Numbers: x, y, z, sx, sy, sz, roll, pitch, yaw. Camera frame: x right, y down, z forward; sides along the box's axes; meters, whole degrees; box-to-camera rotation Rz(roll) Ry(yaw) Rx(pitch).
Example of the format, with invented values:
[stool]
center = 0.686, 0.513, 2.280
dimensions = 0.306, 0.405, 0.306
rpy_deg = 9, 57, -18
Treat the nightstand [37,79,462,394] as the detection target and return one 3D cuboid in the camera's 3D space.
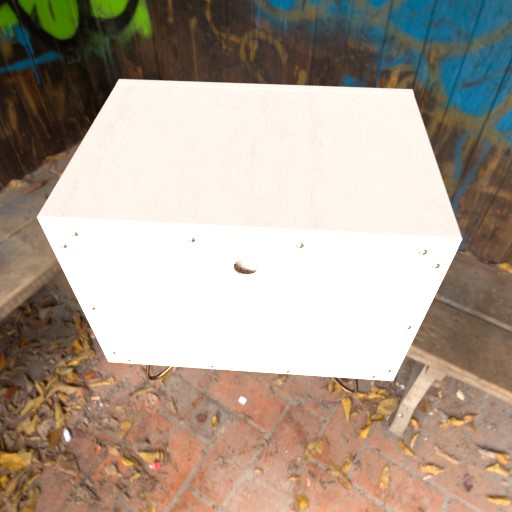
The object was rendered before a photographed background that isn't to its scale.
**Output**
[nightstand]
center = 0.000, 0.000, 1.007
dimensions = 0.614, 0.604, 0.447
rpy_deg = 3, 48, 3
